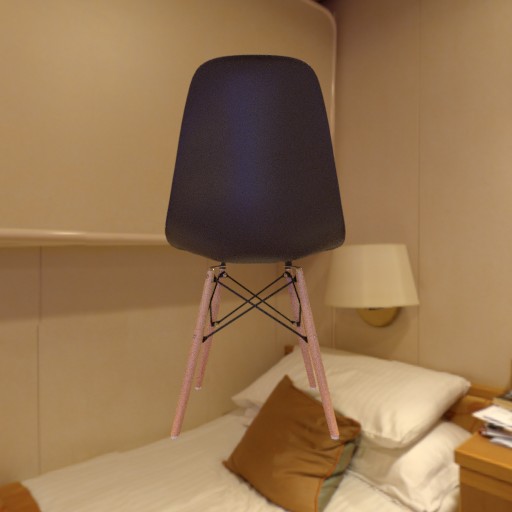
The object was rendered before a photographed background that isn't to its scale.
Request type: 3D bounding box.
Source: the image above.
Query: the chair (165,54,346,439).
[{"bbox_3d":[0.000,0.000,1.170,0.470,0.825,0.533,0,1,0],"label":"chair"}]
